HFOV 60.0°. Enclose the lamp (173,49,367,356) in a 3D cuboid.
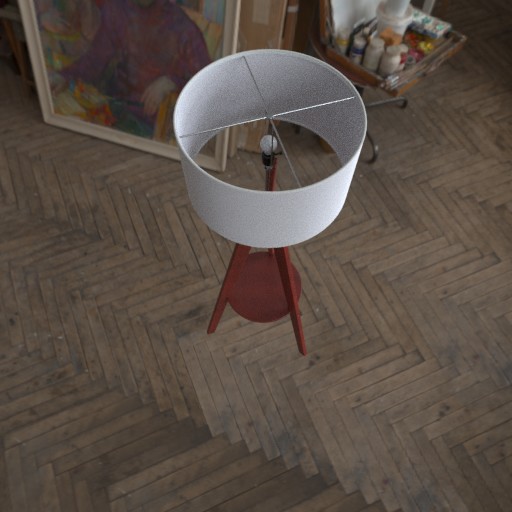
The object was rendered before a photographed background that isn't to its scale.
[{"bbox_3d":[0.000,0.000,1.732,0.542,1.472,0.539,-15,64,-8],"label":"lamp"}]
